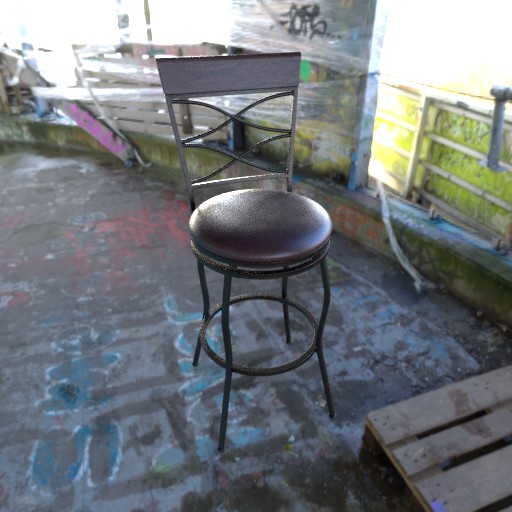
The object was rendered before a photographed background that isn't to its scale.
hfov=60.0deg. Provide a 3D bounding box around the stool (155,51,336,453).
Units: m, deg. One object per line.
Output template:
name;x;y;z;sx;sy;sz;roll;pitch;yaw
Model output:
stool;0.000;0.000;1.419;0.448;1.130;0.513;-10;33;-16
